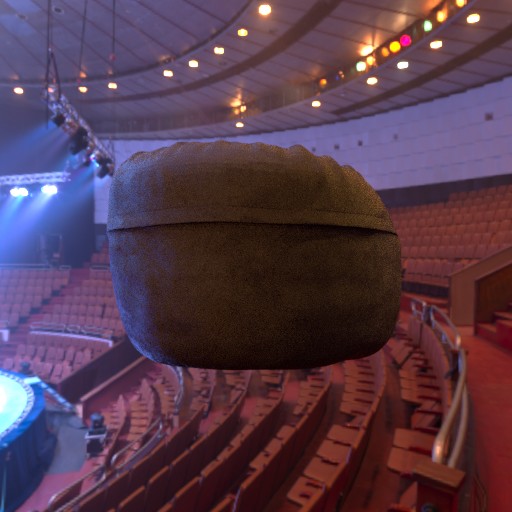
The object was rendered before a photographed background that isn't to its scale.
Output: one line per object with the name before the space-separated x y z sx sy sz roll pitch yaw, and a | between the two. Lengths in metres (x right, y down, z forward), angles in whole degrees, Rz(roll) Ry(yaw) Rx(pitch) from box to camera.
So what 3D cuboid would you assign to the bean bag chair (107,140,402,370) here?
bean bag chair | 0.000 0.000 2.007 1.245 0.821 1.245 0 -1 0
